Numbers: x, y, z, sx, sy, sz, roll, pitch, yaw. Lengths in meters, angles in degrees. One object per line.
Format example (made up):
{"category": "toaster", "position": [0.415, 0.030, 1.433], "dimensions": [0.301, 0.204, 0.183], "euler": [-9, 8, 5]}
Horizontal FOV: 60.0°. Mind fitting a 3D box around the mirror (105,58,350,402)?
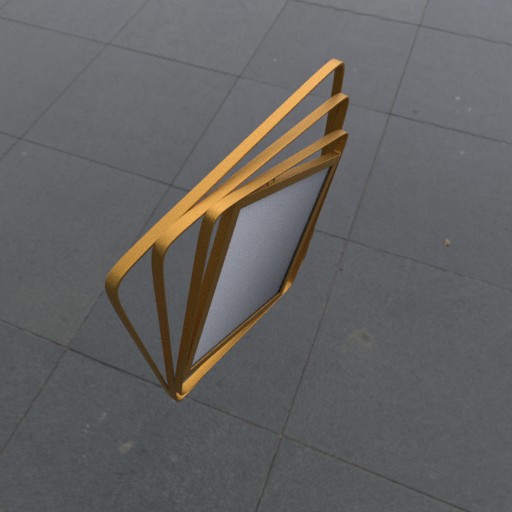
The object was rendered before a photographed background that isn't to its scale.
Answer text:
{"category": "mirror", "position": [0.000, 0.000, 0.720], "dimensions": [0.045, 0.468, 0.470], "euler": [32, 63, 18]}
